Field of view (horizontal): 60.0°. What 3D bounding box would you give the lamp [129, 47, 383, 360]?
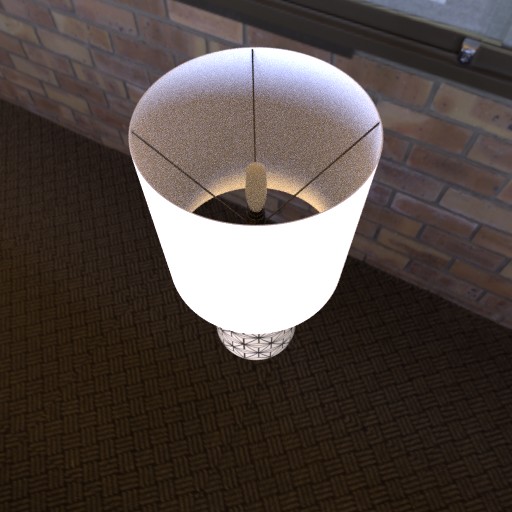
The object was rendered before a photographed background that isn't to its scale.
[{"bbox_3d":[0.000,0.000,0.540,0.206,0.416,0.206,-2,59,-1],"label":"lamp"}]
